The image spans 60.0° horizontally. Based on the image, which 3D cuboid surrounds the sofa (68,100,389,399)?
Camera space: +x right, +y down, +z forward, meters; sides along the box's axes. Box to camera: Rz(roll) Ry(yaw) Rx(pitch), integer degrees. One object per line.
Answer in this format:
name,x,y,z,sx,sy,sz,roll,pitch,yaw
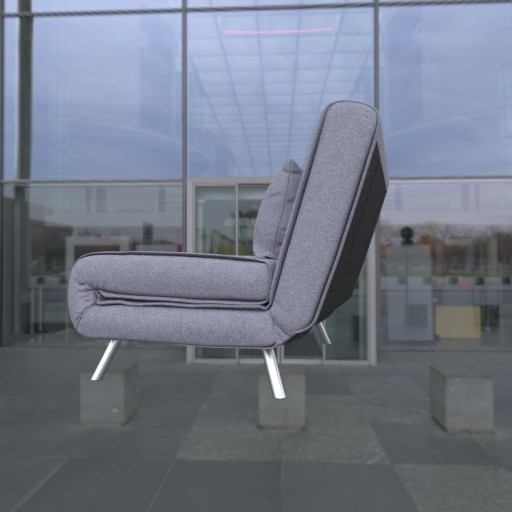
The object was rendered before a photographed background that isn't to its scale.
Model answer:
sofa,0.000,0.000,1.767,1.000,0.825,1.020,0,-1,18
